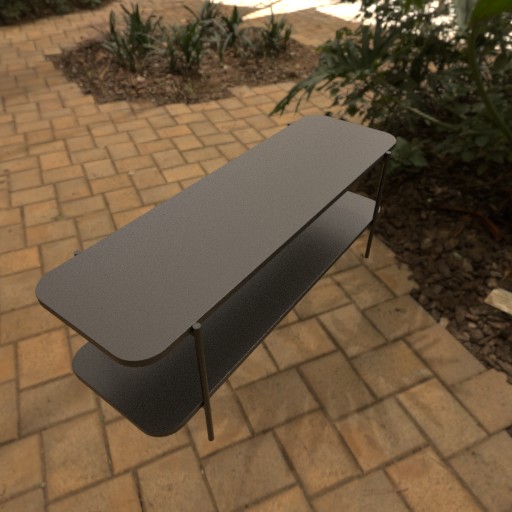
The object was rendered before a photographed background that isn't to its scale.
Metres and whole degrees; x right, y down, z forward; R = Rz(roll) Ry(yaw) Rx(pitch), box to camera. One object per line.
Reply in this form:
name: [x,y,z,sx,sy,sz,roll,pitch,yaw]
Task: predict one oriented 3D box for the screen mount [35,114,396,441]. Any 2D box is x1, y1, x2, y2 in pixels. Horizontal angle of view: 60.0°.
screen mount: [0.000,0.000,1.388,0.400,0.447,1.200,26,46,27]
